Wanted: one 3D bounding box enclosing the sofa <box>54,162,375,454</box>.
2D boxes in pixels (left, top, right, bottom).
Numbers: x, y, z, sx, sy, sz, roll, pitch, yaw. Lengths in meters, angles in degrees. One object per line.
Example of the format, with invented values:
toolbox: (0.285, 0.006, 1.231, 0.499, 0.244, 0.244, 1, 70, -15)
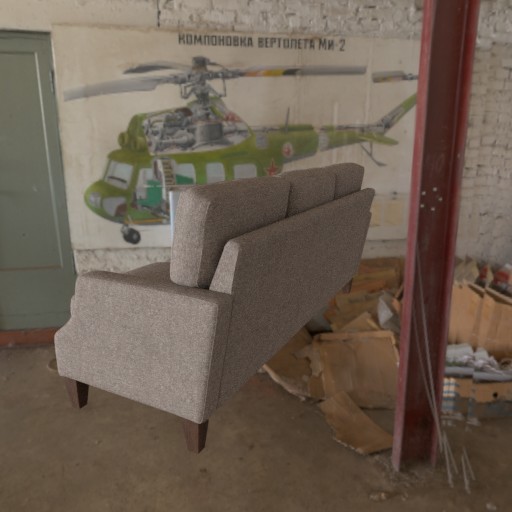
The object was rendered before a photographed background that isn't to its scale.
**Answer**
sofa: (0.000, 0.000, 2.528, 0.888, 0.984, 2.115, 7, 16, 26)
